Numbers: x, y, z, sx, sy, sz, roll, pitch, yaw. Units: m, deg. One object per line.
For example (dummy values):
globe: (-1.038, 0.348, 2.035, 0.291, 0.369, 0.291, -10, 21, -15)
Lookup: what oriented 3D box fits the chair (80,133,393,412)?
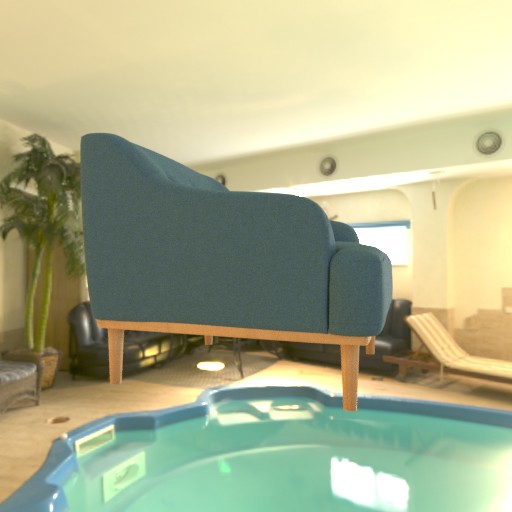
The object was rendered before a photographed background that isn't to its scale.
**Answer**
chair: (0.000, 0.000, 1.643, 0.951, 0.818, 0.946, 0, -1, 18)
